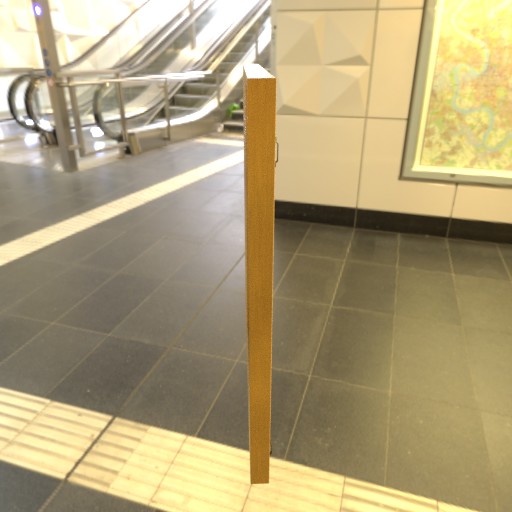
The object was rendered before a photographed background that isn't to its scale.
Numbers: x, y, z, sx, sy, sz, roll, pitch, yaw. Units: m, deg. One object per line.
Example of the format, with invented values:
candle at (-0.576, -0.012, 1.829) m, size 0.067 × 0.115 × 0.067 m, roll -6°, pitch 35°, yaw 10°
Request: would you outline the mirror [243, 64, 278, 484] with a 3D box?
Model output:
mirror at (0.000, 0.000, 0.913) m, size 0.040 × 0.710 × 0.507 m, roll -1°, pitch 25°, yaw -2°
